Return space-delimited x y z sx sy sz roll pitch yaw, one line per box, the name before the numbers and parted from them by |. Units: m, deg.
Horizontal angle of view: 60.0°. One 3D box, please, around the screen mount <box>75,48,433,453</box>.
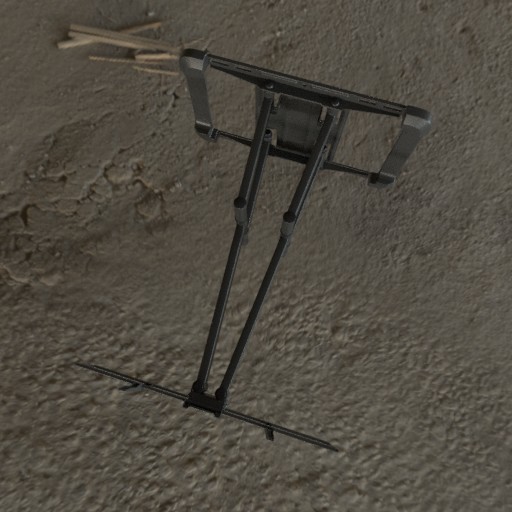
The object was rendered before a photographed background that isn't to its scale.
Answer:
screen mount | 0.000 0.000 1.310 0.725 0.483 0.905 17 75 5
